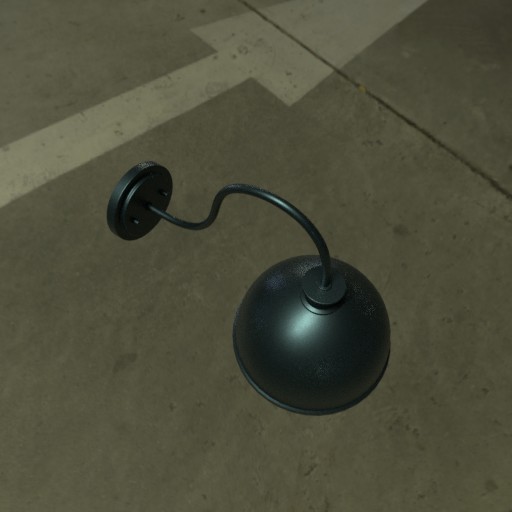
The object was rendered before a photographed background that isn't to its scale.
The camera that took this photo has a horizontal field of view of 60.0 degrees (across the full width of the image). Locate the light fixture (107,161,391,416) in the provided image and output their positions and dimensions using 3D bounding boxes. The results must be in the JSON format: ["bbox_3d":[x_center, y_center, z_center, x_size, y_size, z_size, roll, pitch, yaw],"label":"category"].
[{"bbox_3d":[0.000,0.000,0.629,0.467,0.295,0.253,30,62,17],"label":"light fixture"}]
